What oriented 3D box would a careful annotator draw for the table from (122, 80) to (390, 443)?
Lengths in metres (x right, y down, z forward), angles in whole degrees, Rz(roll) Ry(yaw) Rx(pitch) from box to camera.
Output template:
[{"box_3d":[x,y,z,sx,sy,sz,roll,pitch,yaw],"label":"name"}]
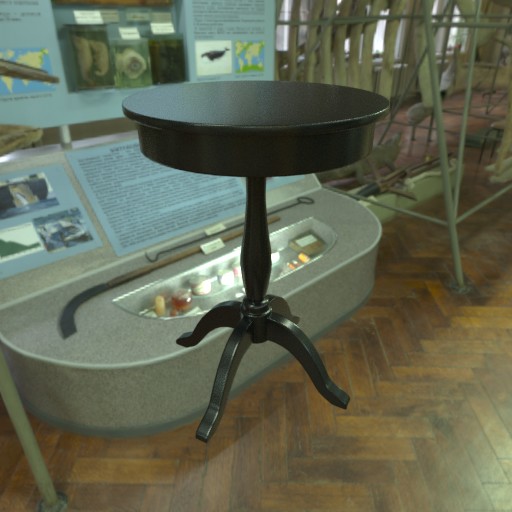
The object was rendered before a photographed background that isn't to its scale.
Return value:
[{"box_3d":[0.000,0.000,0.971,0.481,0.665,0.481,0,29,0],"label":"table"}]
